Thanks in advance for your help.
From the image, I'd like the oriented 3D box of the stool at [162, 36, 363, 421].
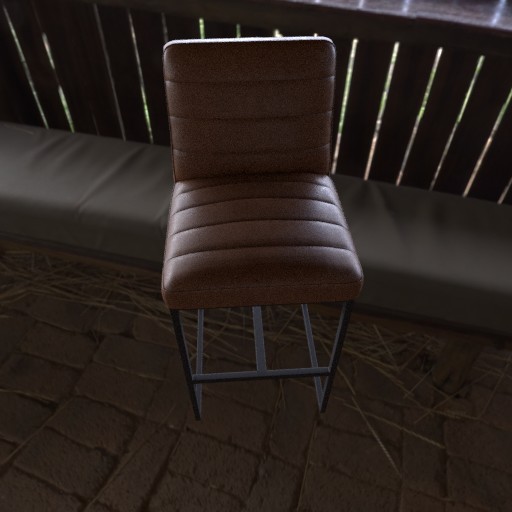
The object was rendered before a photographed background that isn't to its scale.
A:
[{"bbox_3d":[0.000,0.000,1.293,0.458,1.040,0.556,-3,46,-3],"label":"stool"}]
